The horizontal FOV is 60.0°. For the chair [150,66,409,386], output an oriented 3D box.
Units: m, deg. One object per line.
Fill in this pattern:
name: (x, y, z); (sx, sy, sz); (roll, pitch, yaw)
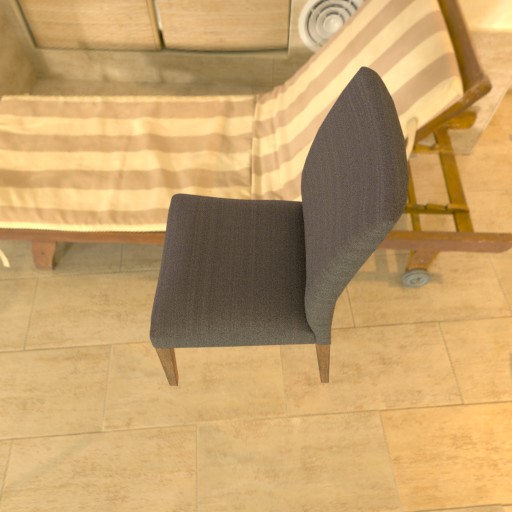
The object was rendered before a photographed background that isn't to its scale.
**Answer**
chair: (0.000, 0.000, 1.267); (0.585, 0.940, 0.496); (1, 58, 1)
